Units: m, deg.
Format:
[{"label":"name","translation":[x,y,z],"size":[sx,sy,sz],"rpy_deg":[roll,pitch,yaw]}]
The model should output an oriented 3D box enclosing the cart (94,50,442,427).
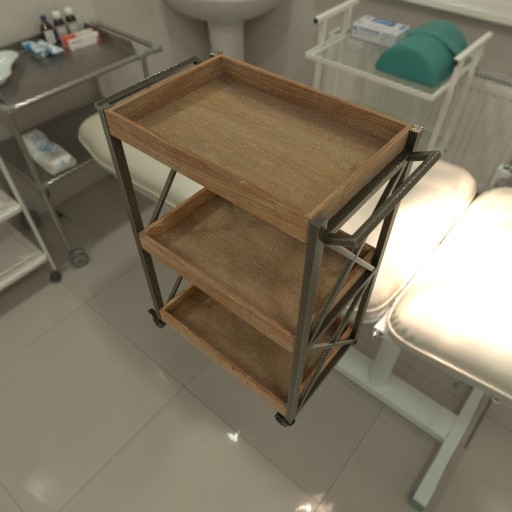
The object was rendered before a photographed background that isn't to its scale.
[{"label":"cart","translation":[0.000,0.000,1.208],"size":[0.673,0.835,0.377],"rpy_deg":[31,55,25]}]
